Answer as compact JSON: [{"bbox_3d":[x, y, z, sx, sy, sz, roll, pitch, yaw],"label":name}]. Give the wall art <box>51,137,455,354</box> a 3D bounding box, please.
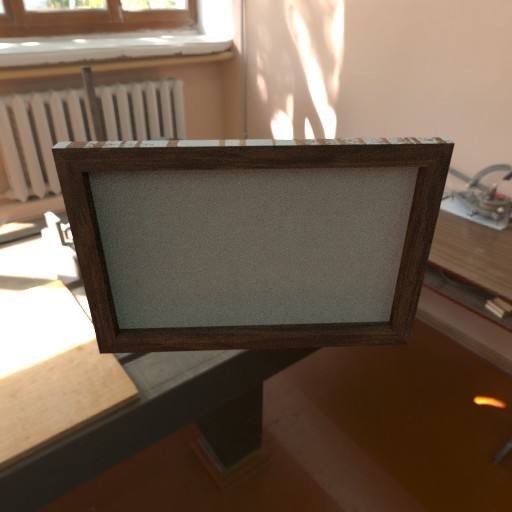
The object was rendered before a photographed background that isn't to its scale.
[{"bbox_3d":[0.000,0.000,0.785,0.609,0.405,0.035,-1,30,-2],"label":"wall art"}]
